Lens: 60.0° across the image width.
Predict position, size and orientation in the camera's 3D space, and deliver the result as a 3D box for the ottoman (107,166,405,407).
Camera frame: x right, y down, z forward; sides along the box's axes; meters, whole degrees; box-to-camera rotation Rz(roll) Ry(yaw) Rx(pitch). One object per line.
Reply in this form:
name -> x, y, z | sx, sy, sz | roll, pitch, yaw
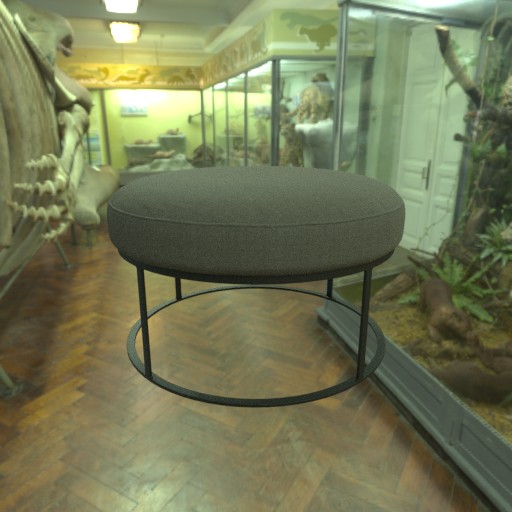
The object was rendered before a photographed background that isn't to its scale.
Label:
ottoman -> 0.000, 0.000, 1.234 | 0.772, 0.460, 0.772 | 0, 17, 0
